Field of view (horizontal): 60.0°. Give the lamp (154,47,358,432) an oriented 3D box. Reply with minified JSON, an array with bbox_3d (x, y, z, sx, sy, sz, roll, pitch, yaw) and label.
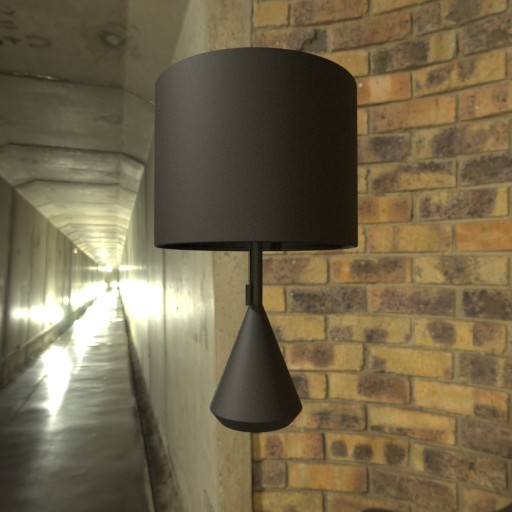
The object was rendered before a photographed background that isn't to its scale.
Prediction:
[{"bbox_3d":[0.000,0.000,0.799,0.359,0.584,0.359,-1,-2,35],"label":"lamp"}]
